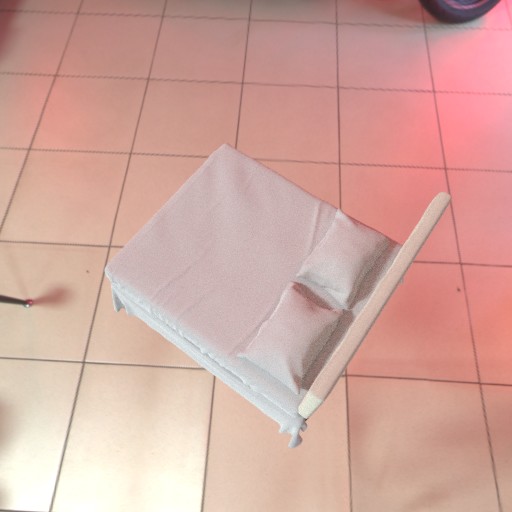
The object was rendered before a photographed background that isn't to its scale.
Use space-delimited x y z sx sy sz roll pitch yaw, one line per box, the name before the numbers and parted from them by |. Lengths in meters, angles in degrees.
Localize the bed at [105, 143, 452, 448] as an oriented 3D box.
bed | 0.000 0.000 3.605 2.222 1.577 1.936 33 68 15
